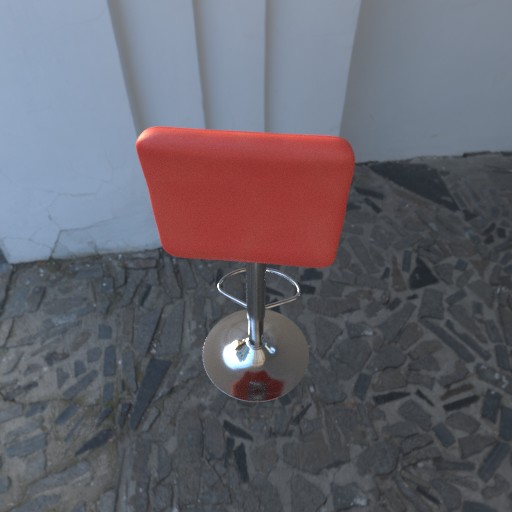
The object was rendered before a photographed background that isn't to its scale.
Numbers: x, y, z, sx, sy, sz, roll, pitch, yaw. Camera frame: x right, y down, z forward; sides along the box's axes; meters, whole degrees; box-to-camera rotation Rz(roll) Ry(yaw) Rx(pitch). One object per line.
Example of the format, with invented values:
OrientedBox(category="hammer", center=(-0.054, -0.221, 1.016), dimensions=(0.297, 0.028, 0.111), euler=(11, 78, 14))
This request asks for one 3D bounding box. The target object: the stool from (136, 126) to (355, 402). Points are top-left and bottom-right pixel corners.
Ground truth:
OrientedBox(category="stool", center=(0.000, 0.000, 1.374), dimensions=(0.430, 1.115, 0.505), euler=(4, 46, 4))
